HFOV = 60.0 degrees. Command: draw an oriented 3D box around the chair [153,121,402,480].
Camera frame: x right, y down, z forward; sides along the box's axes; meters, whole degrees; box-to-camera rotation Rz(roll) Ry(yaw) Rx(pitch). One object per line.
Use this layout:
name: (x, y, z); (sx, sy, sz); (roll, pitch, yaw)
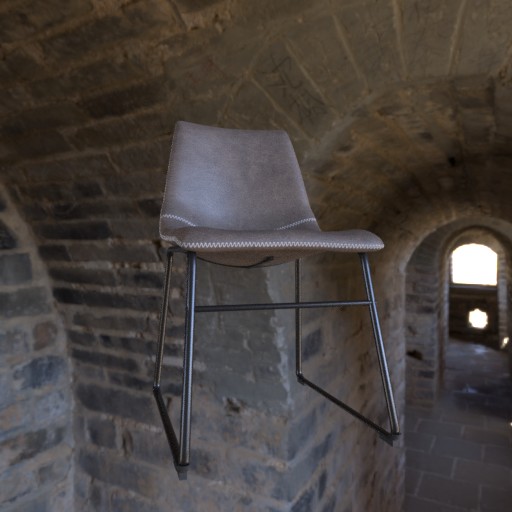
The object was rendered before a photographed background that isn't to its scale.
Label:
chair: (0.000, 0.000, 1.090); (0.460, 0.780, 0.550); (0, 0, -18)
